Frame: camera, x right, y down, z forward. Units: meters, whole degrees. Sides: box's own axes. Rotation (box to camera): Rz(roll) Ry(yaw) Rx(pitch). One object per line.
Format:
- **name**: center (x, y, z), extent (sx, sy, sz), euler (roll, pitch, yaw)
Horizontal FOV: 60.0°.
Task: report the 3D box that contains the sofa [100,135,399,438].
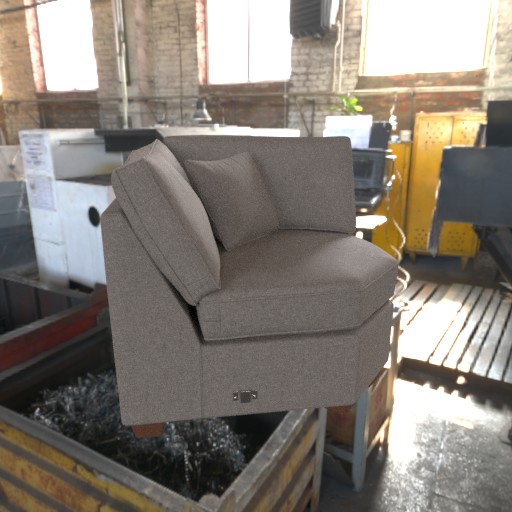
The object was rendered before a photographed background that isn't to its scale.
- **sofa**: center (0.000, 0.000, 1.830), extent (1.042, 0.951, 1.050), euler (-2, 17, -8)
